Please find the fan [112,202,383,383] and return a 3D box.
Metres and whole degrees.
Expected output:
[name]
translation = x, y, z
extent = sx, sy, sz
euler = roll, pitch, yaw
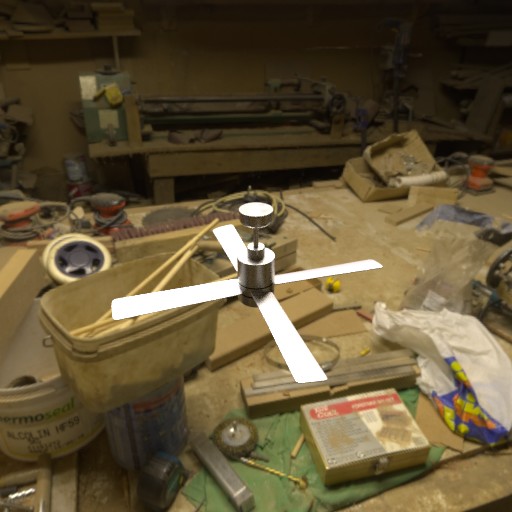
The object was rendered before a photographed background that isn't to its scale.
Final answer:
[fan]
translation = 0.000, 0.000, 2.352
extent = 1.525, 0.539, 1.525
euler = -9, 31, -15
